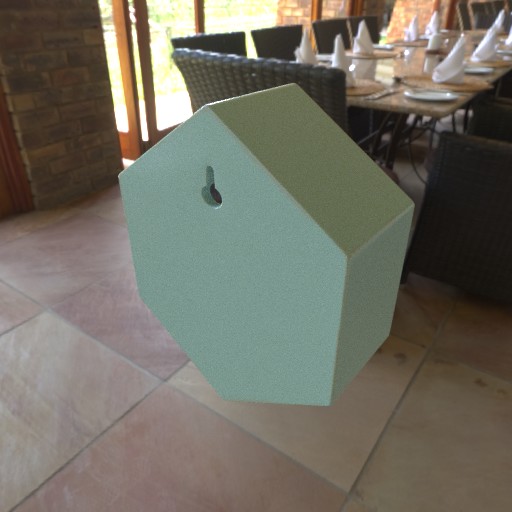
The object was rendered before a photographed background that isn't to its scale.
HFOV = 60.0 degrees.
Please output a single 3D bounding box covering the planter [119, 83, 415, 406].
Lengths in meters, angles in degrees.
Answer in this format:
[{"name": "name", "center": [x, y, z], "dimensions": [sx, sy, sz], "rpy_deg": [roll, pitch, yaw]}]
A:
[{"name": "planter", "center": [0.000, 0.000, 0.293], "dimensions": [0.169, 0.207, 0.078], "rpy_deg": [22, 37, 33]}]
